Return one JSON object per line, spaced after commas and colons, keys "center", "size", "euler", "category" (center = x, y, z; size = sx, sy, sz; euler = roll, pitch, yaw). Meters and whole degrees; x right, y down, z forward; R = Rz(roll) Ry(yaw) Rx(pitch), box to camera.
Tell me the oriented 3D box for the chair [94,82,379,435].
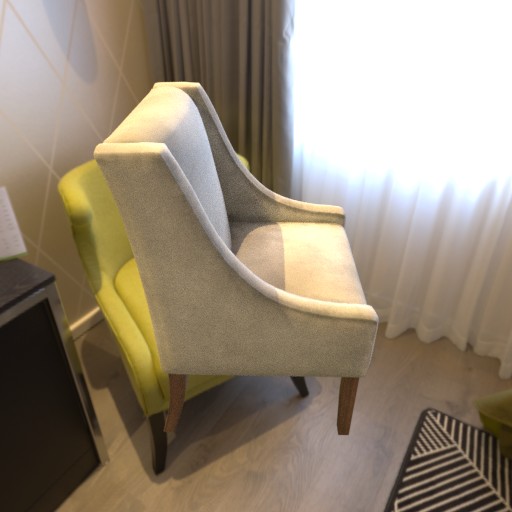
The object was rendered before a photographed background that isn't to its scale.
{"center": [0.000, 0.000, 1.344], "size": [0.629, 0.895, 0.629], "euler": [1, 33, 1], "category": "chair"}
